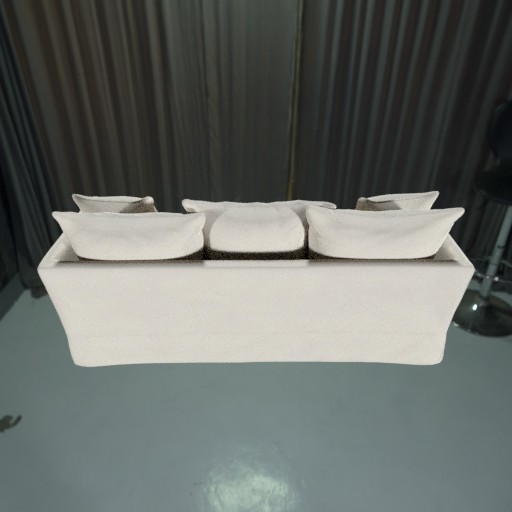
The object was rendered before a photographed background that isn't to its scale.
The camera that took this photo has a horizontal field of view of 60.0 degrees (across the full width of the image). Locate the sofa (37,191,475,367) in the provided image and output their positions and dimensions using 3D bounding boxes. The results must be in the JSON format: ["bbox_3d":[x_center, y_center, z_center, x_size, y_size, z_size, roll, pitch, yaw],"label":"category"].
[{"bbox_3d":[0.000,0.000,3.030,2.499,1.047,1.046,0,31,0],"label":"sofa"}]
